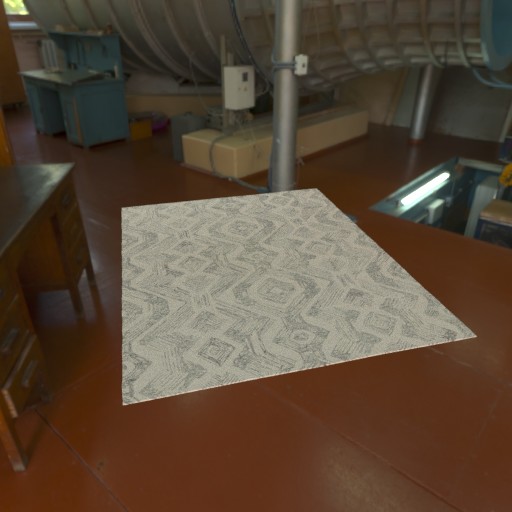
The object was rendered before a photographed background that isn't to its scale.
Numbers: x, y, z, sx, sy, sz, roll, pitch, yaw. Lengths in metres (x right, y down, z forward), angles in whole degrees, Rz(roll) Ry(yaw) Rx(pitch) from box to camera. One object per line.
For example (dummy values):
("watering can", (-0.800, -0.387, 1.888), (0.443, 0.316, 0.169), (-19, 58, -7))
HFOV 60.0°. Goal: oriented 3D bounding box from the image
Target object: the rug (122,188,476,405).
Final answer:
("rug", (0.000, 0.000, 4.148), (2.430, 0.030, 3.054), (-7, 30, -13))
